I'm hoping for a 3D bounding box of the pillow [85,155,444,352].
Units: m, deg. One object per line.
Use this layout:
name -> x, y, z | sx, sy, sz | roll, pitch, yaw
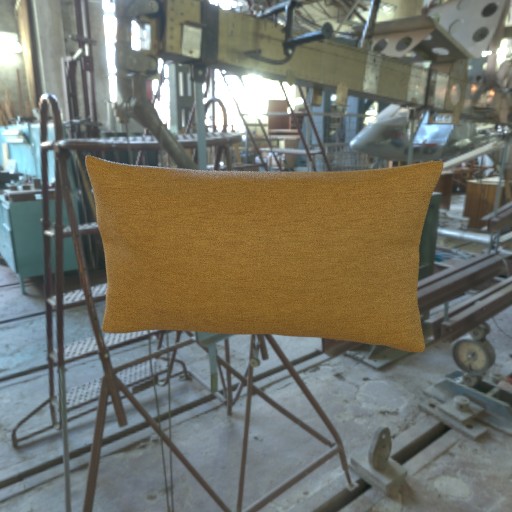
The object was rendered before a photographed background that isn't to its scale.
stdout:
pillow -> 0.000, 0.000, 0.811 | 0.634, 0.354, 0.210 | 2, 16, 7
